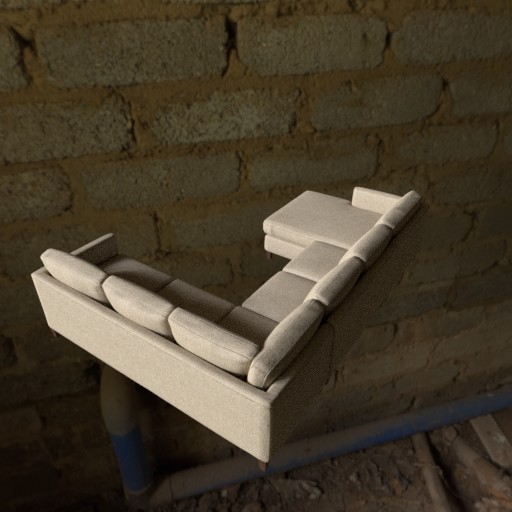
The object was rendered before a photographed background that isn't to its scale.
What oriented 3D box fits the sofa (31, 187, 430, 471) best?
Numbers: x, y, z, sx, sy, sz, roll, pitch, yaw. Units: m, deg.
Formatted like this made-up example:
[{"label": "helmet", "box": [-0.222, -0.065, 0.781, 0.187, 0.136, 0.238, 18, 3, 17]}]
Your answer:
[{"label": "sofa", "box": [0.000, 0.000, 4.667, 2.593, 0.959, 3.460, 20, 38, 28]}]
